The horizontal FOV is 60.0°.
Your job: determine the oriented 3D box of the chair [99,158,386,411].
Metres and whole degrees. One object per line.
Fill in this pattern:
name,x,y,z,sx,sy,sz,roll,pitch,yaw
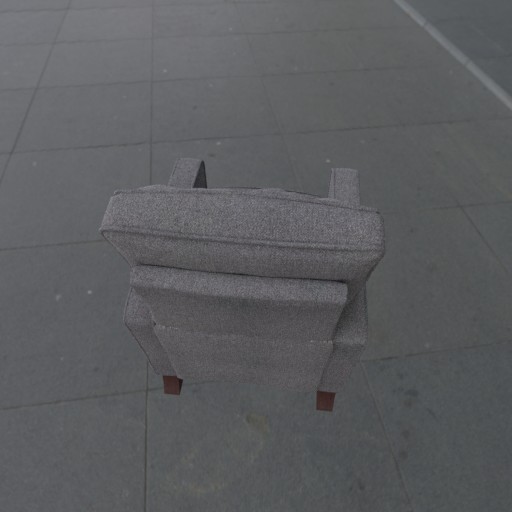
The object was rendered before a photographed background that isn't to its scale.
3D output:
chair,0.000,0.000,1.410,0.650,0.889,0.775,5,47,4
